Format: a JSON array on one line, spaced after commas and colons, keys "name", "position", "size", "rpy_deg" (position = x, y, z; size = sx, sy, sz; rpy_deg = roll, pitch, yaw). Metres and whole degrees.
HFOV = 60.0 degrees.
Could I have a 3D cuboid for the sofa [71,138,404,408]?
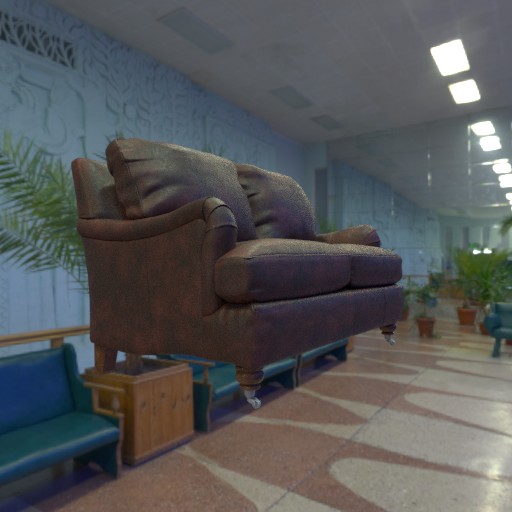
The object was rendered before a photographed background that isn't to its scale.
[{"name": "sofa", "position": [0.000, 0.000, 2.401], "size": [1.148, 1.070, 1.628], "rpy_deg": [-1, -1, 36]}]
